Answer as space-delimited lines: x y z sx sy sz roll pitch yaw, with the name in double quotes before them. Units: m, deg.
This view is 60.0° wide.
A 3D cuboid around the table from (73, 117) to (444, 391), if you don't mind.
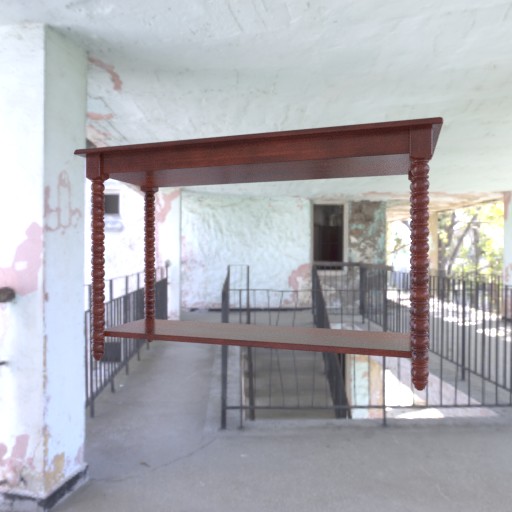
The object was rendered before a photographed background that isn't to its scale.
"table" 0.000 0.000 1.561 1.184 0.740 0.459 0 1 18
